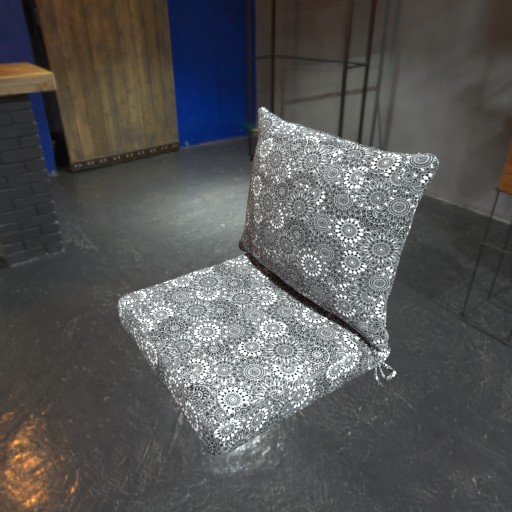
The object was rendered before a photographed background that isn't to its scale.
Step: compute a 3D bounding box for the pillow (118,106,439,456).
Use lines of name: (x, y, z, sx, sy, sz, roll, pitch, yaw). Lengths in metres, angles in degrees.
pillow: (0.000, 0.000, 1.380, 0.740, 0.722, 0.798, -19, 35, -30)
